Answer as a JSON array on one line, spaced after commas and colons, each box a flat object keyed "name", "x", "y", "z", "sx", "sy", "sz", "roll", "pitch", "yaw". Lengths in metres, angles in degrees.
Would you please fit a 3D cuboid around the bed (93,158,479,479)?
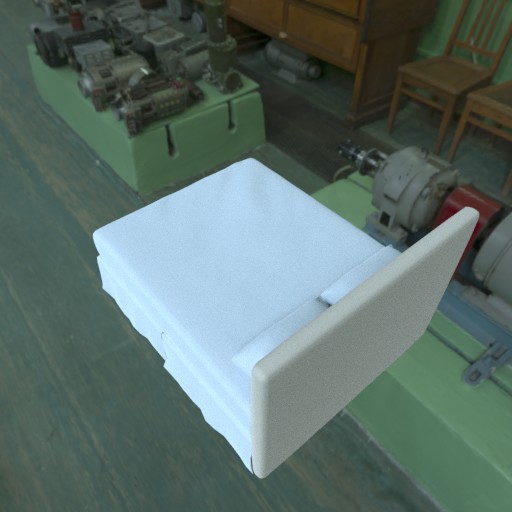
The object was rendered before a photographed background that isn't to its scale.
[{"name": "bed", "x": 0.000, "y": 0.000, "z": 3.226, "sx": 1.748, "sy": 1.330, "sz": 2.142, "roll": -31, "pitch": 53, "yaw": -27}]
